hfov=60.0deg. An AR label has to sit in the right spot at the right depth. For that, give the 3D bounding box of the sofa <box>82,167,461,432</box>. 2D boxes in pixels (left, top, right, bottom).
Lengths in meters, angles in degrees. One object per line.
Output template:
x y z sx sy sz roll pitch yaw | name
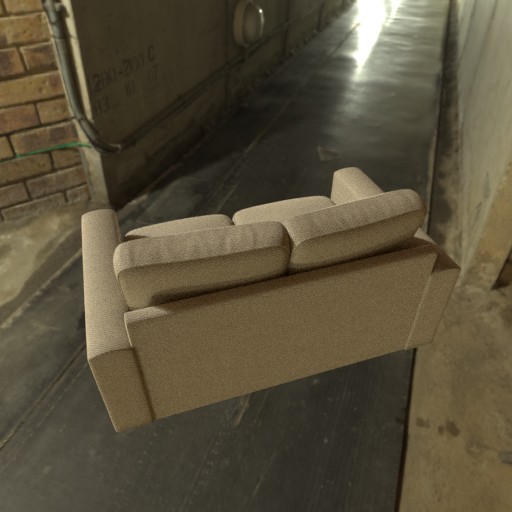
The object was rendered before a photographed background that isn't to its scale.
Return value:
0.000 0.000 2.231 1.616 0.873 1.016 -12 42 -14 | sofa
